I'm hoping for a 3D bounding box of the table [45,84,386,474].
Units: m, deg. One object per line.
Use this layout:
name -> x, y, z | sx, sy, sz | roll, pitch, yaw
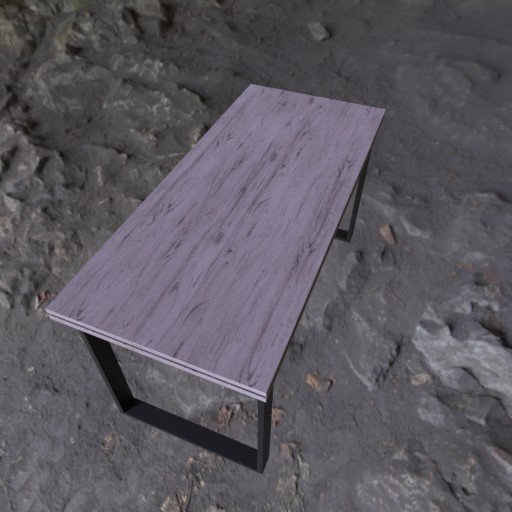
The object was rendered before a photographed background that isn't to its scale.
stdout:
table -> 0.000, 0.000, 2.270 | 0.795, 0.899, 1.778 | 17, 49, 15
